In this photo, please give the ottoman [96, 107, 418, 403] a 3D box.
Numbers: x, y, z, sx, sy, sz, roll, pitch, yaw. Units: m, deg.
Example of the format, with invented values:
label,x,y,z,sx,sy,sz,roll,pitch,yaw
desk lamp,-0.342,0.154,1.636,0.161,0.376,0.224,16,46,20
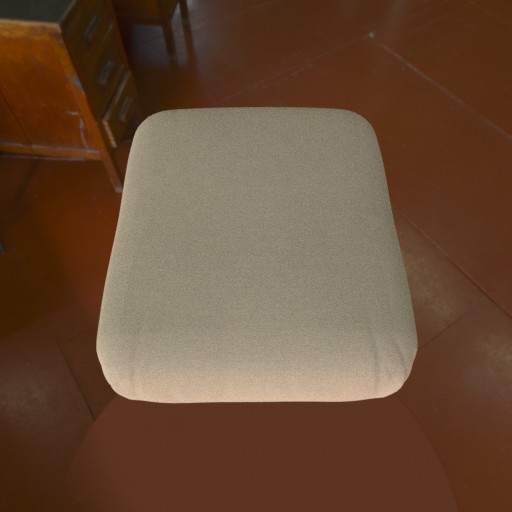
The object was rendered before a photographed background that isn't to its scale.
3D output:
label,x,y,z,sx,sy,sz,roll,pitch,yaw
ottoman,0.000,0.000,1.137,0.639,0.450,0.746,0,59,0
